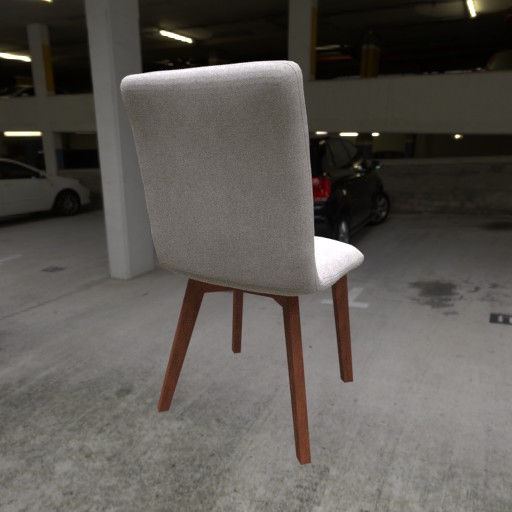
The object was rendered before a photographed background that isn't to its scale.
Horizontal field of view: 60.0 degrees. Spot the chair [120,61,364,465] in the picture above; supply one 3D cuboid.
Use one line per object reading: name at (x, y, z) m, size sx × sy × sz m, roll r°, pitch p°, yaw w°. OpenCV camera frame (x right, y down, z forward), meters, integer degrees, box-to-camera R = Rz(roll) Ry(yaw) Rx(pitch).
chair at (0.000, 0.000, 1.297) m, size 0.522 × 0.974 × 0.563 m, roll 8°, pitch 18°, yaw 27°
